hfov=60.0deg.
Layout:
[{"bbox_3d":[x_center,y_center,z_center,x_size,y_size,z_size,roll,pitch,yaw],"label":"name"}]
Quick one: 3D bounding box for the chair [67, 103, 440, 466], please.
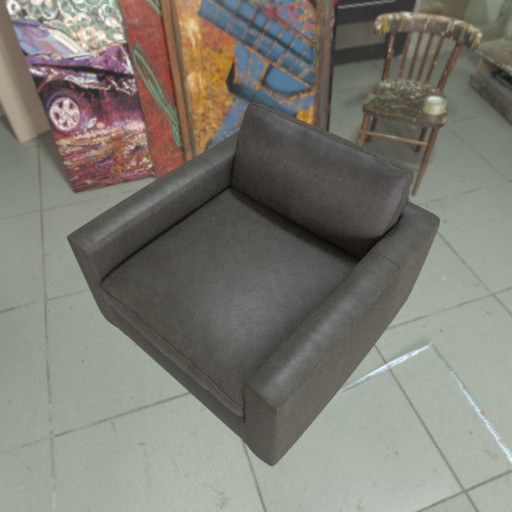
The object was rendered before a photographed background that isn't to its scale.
[{"bbox_3d":[0.000,0.000,1.856,1.106,0.807,1.080,33,56,26],"label":"chair"}]
